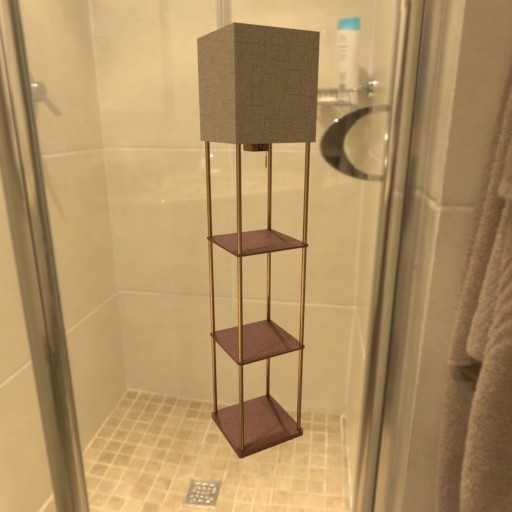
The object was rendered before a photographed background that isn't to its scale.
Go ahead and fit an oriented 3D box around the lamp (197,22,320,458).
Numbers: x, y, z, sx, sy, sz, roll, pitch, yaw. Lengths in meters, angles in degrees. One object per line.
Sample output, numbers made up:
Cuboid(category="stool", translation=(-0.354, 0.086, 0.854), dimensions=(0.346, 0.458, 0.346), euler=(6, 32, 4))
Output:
Cuboid(category="lamp", translation=(0.000, 0.000, 1.735), dimensions=(0.310, 1.569, 0.308), euler=(-9, 19, -27))
